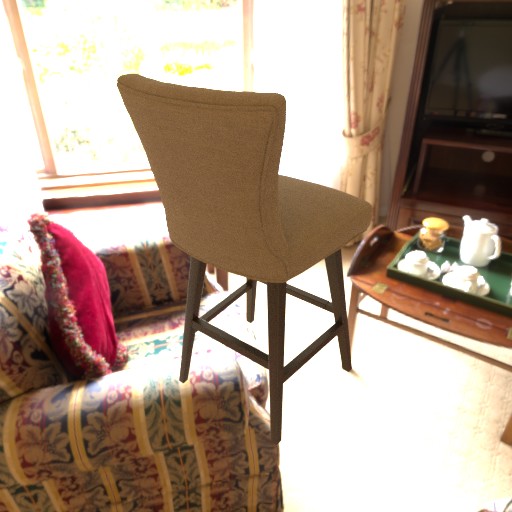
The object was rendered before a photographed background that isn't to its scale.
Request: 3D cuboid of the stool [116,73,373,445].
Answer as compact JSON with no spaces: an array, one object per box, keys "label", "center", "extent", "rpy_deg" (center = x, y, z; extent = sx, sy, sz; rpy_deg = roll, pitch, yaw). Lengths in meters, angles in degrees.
[{"label":"stool","center":[0.000,0.000,1.401],"extent":[0.514,1.086,0.574],"rpy_deg":[21,36,32]}]
